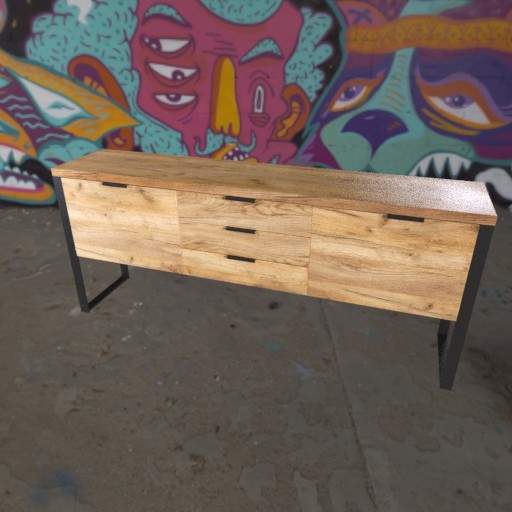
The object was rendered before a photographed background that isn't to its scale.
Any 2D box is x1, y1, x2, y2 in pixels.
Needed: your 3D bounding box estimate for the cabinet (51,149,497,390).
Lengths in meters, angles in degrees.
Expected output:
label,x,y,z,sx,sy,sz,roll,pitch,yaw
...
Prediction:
label,x,y,z,sx,sy,sz,roll,pitch,yaw
cabinet,0.000,0.000,2.042,1.800,0.762,0.395,9,28,16
